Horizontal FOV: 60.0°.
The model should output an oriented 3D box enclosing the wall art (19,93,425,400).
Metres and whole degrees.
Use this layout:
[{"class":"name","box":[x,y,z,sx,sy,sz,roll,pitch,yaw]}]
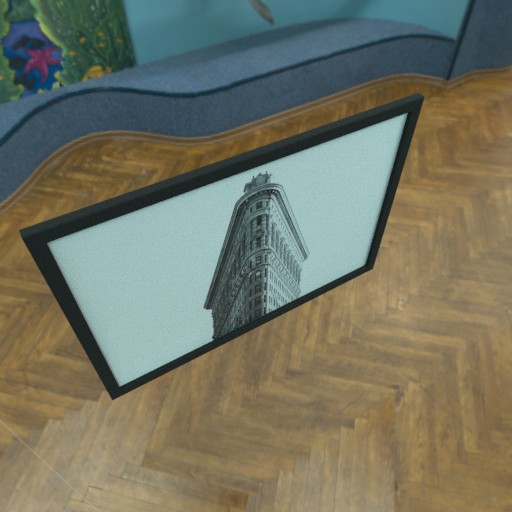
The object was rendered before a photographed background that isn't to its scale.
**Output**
[{"class":"wall art","box":[0.000,0.000,1.182,0.958,0.656,0.026,-24,52,-20]}]
